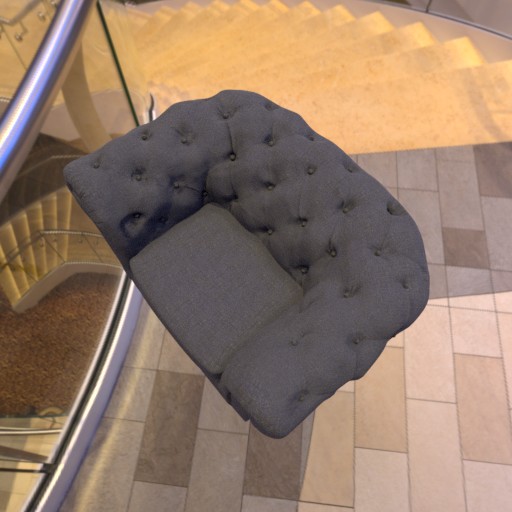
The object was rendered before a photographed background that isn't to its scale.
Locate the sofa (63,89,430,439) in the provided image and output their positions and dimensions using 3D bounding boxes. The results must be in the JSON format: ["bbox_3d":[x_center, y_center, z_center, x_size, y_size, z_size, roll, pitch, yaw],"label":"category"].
[{"bbox_3d":[0.000,0.000,2.051,1.032,0.878,1.405,-37,69,-17],"label":"sofa"}]
